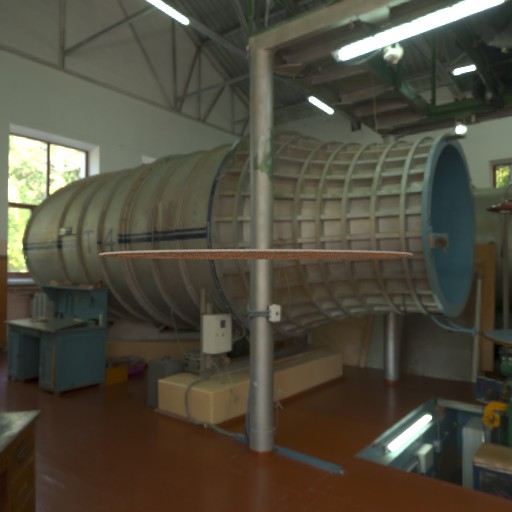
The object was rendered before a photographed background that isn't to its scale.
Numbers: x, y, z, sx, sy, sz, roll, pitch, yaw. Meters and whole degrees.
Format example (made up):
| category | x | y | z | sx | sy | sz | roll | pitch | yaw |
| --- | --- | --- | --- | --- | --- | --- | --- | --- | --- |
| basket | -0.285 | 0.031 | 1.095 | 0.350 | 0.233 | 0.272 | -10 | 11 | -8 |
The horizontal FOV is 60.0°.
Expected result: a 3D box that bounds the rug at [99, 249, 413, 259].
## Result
| category | x | y | z | sx | sy | sz | roll | pitch | yaw |
| --- | --- | --- | --- | --- | --- | --- | --- | --- | --- |
| rug | 0.000 | 0.000 | 2.395 | 1.598 | 0.010 | 1.598 | 0 | -1 | 0 |
